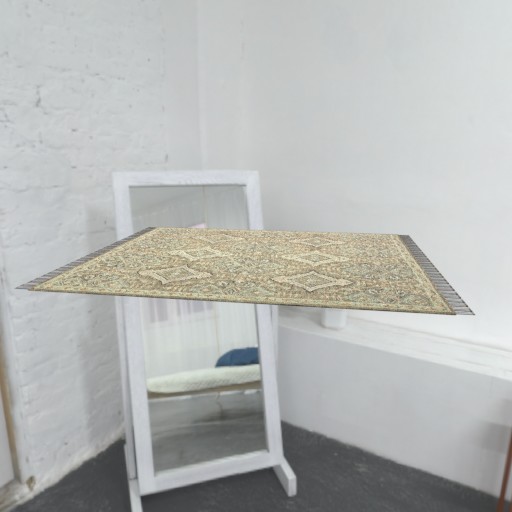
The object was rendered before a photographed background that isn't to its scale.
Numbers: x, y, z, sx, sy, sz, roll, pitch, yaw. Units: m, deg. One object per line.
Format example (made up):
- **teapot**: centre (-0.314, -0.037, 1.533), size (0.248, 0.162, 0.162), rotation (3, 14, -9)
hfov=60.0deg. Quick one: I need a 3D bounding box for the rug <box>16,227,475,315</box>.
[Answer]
- **rug**: centre (0.000, 0.000, 4.041), size (3.056, 0.010, 2.437), rotation (2, 14, 9)
